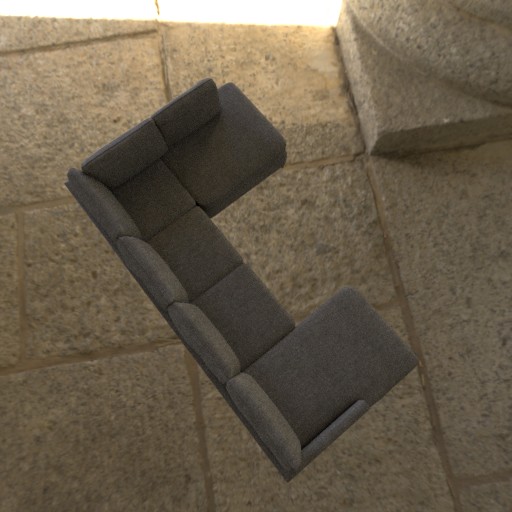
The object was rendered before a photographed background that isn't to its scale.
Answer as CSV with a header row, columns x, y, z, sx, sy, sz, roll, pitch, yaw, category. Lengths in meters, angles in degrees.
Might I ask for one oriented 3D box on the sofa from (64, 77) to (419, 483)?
x,y,z,sx,sy,sz,roll,pitch,yaw,category
0.000,0.000,4.275,2.048,0.999,3.423,-38,77,-10,sofa
